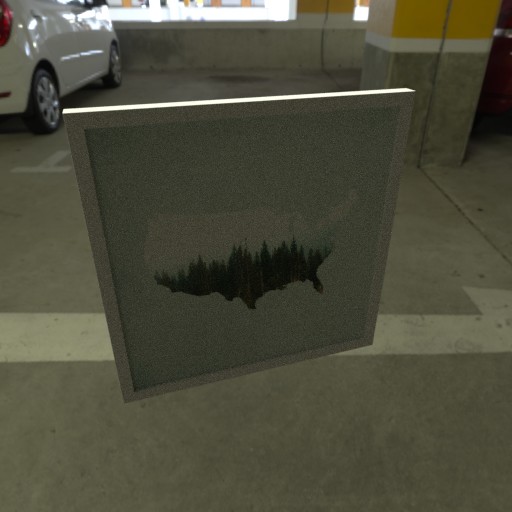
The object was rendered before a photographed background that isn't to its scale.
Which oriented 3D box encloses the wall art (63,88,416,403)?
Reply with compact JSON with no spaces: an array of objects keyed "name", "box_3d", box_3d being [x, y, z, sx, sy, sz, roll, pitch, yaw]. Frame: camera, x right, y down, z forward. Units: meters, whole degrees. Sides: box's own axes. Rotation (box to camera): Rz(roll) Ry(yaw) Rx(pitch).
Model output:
[{"name":"wall art","box_3d":[0.000,0.000,1.124,0.762,0.762,0.038,-9,31,-16]}]
